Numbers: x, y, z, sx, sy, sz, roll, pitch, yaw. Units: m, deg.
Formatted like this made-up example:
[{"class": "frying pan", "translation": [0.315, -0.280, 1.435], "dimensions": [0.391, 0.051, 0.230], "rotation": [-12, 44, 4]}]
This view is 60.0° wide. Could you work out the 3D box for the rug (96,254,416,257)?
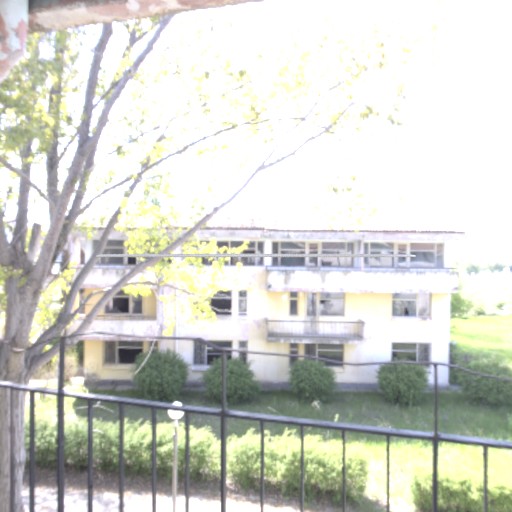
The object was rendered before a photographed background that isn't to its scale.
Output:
[{"class": "rug", "translation": [0.000, 0.000, 2.349], "dimensions": [1.593, 0.012, 1.593], "rotation": [0, 0, 0]}]
